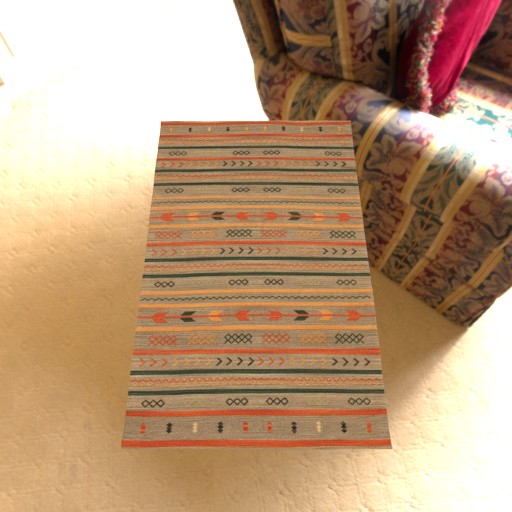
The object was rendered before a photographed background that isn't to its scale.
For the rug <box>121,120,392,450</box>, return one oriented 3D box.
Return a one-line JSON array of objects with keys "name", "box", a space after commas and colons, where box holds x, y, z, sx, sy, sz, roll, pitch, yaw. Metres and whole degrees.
[{"name": "rug", "box": [0.000, 0.000, 3.039, 1.537, 0.029, 2.439, 0, 63, 0]}]
